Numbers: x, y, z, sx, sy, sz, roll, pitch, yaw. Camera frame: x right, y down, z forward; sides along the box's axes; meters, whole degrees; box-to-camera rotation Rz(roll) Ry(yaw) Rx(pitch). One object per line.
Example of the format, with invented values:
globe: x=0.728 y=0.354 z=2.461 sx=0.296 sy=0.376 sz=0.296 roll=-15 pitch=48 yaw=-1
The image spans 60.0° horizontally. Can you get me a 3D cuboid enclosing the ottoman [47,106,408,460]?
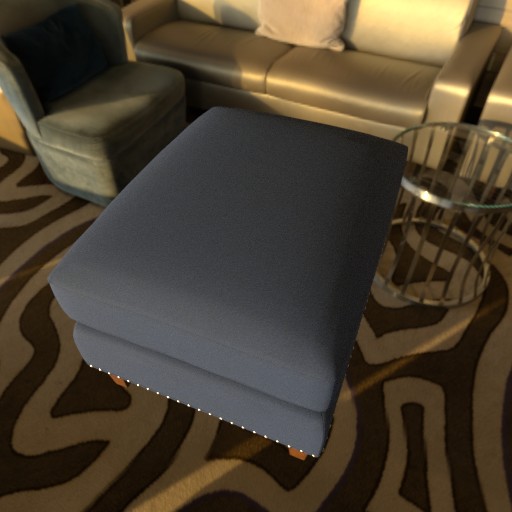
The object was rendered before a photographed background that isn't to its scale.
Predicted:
ottoman: x=0.000 y=0.000 z=1.118 sx=0.584 sy=0.513 sz=0.741 roll=16 pitch=48 yaw=15
